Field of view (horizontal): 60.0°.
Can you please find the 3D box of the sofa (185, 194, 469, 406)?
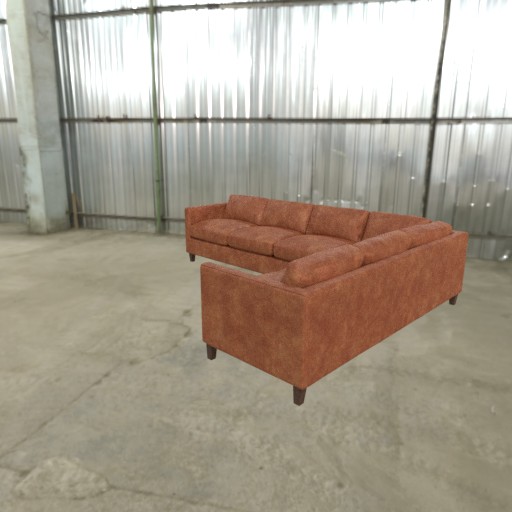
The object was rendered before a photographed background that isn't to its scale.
[{"bbox_3d":[0.000,0.000,4.373,3.167,0.838,2.438,14,20,43],"label":"sofa"}]
